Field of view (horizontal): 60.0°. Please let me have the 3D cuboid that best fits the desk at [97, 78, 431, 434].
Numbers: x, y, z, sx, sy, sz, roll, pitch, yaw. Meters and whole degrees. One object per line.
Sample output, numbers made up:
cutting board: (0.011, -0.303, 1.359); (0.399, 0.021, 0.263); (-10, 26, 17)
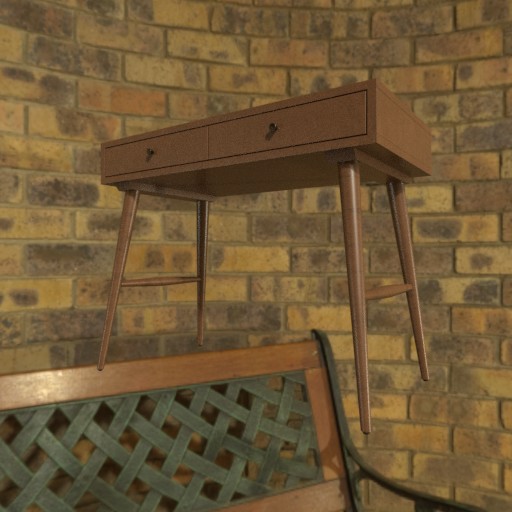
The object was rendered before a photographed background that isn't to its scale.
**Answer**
desk: (0.000, 0.000, 1.404); (0.949, 0.758, 0.510); (0, 0, 35)
